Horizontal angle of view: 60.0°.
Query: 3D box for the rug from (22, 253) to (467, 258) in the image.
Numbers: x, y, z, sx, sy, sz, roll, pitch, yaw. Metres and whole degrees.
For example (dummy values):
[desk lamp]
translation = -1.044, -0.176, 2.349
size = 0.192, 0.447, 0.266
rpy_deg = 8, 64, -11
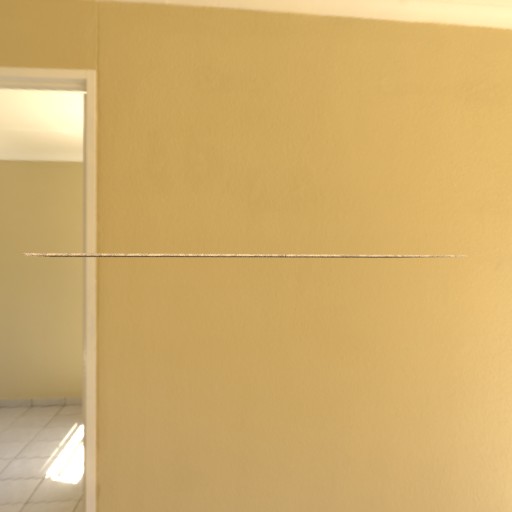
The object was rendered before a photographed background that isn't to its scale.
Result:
[rug]
translation = 0.000, 0.000, 2.704
size = 2.436, 0.013, 0.807
rpy_deg = 0, -1, -17
